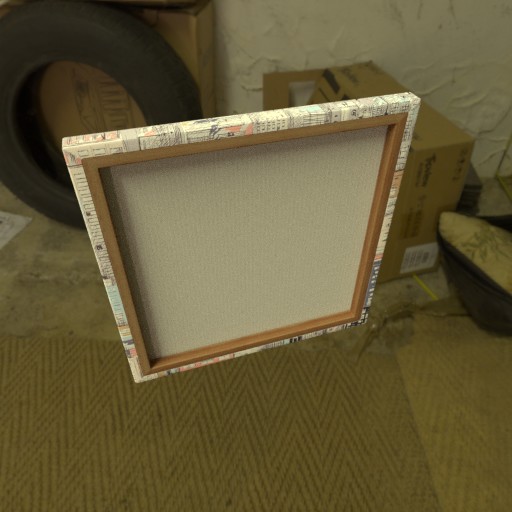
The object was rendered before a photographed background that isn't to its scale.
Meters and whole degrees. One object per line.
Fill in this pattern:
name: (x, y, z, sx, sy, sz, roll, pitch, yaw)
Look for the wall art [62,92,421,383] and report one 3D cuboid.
wall art: (0.000, 0.000, 0.928, 0.607, 0.608, 0.038, -12, 42, -13)
